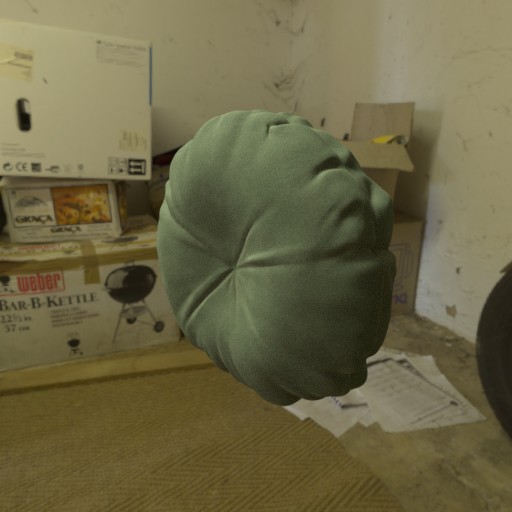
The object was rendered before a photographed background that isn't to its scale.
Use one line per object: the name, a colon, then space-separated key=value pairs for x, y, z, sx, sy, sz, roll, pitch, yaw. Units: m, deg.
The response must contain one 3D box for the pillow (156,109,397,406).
pillow: x=0.000 y=0.000 z=0.649 sx=0.148 sy=0.407 sz=0.428 roll=-15 pitch=22 yaw=-43
